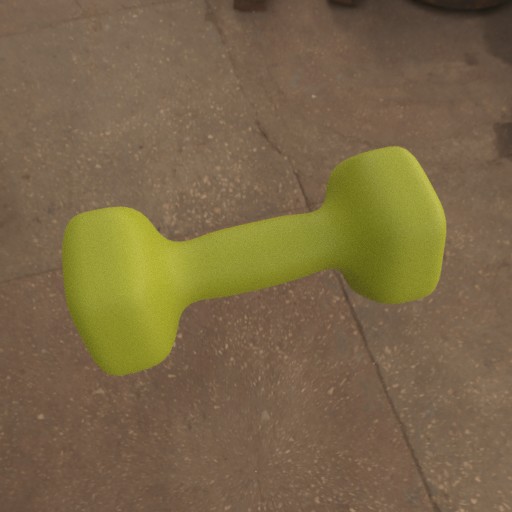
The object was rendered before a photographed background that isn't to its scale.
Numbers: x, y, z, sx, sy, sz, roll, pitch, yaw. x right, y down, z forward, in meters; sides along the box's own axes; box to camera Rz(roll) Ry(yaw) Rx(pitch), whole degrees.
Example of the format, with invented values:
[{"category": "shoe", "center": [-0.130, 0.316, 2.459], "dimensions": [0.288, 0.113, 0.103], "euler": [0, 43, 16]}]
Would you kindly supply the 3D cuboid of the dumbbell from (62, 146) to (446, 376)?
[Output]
[{"category": "dumbbell", "center": [0.000, 0.000, 0.209], "dimensions": [0.164, 0.072, 0.080], "euler": [-13, 65, -6]}]
